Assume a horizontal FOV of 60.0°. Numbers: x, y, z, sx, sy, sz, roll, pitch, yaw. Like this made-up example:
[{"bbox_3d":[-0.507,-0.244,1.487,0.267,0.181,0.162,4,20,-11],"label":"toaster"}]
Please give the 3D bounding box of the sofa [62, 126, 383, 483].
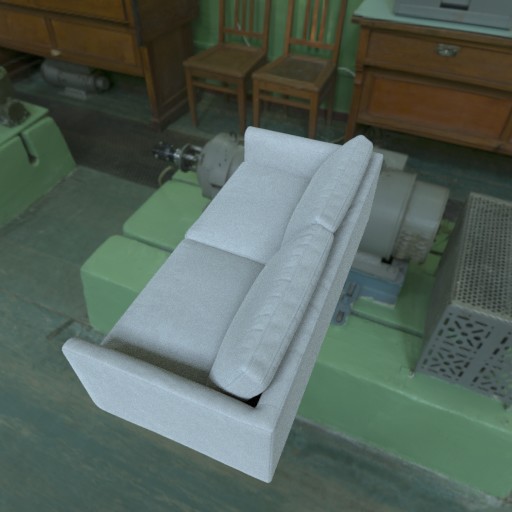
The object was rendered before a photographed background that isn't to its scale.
[{"bbox_3d":[0.000,0.000,2.819,1.090,0.838,2.588,17,48,16],"label":"sofa"}]
